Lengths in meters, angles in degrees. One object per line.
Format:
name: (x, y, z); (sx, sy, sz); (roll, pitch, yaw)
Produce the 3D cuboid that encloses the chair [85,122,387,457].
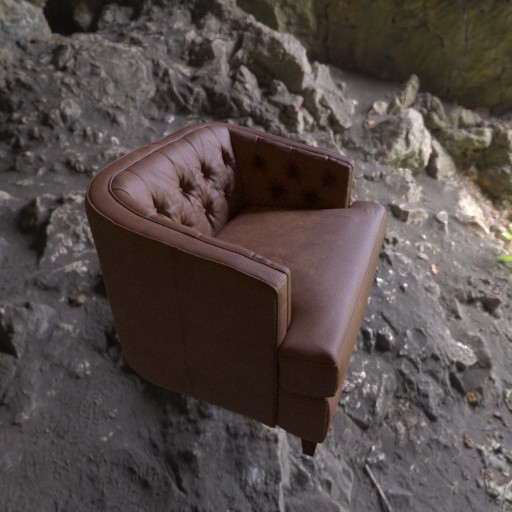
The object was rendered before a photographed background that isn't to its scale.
chair: (0.000, 0.000, 1.774); (0.911, 0.836, 1.119); (11, 33, 18)
